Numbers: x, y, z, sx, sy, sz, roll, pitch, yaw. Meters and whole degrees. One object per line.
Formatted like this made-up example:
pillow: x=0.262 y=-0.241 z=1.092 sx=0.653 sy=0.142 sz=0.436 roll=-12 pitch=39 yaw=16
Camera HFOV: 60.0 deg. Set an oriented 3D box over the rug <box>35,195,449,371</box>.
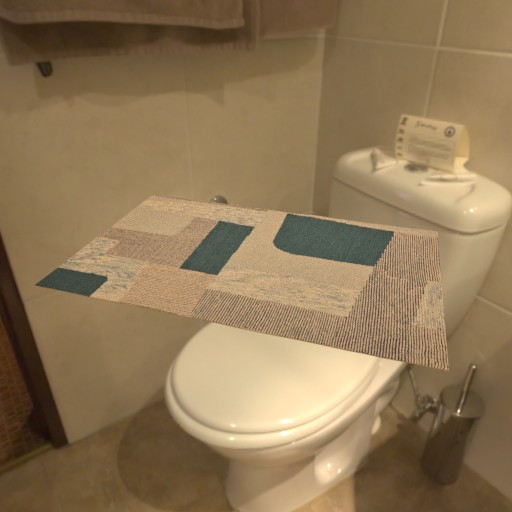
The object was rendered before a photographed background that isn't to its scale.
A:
rug: x=0.000 y=0.000 z=3.084 sx=2.436 sy=0.015 sz=1.521 roll=9 pitch=32 yaw=15
